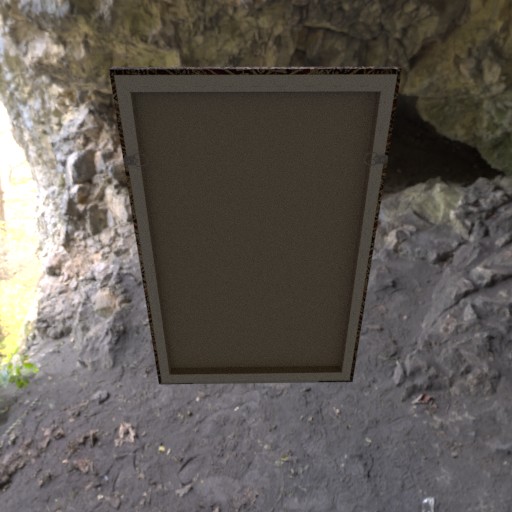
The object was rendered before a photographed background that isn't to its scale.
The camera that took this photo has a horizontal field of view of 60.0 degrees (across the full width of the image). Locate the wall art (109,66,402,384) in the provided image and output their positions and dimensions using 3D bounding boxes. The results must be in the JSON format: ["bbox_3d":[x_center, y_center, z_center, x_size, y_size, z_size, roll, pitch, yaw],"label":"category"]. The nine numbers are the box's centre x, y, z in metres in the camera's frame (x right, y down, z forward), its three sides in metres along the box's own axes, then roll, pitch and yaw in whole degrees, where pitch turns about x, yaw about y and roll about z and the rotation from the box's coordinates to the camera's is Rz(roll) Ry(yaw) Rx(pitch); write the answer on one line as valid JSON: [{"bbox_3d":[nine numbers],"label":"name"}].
[{"bbox_3d":[0.000,0.000,0.760,0.397,0.599,0.020,0,31,-1],"label":"wall art"}]
